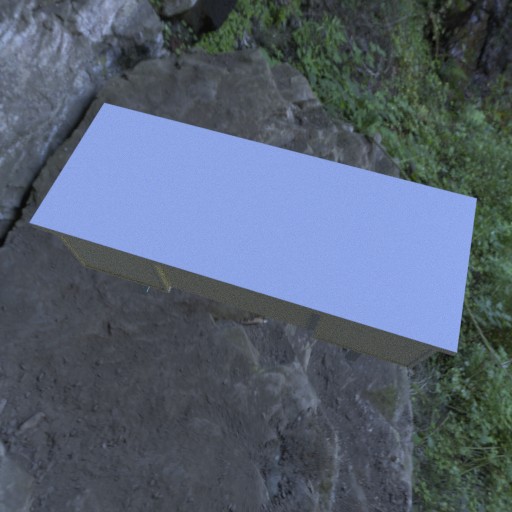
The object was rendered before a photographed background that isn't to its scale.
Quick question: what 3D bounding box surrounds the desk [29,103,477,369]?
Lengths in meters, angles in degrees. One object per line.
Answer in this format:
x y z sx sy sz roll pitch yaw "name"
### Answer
0.000 0.000 1.969 1.530 0.773 0.603 16 66 8 "desk"
